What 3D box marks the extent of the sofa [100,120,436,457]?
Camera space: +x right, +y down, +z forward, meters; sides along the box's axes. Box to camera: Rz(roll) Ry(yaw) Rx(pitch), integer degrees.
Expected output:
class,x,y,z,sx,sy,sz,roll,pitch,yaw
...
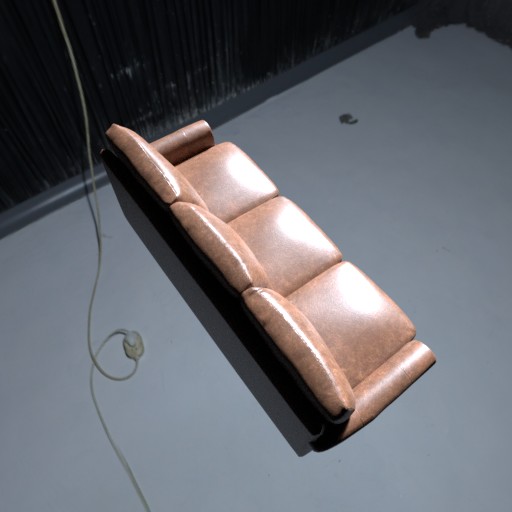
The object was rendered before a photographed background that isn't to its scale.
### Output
class,x,y,z,sx,sy,sz,roll,pitch,yaw
sofa,0.000,0.000,2.841,0.973,0.977,2.351,-32,63,-18
